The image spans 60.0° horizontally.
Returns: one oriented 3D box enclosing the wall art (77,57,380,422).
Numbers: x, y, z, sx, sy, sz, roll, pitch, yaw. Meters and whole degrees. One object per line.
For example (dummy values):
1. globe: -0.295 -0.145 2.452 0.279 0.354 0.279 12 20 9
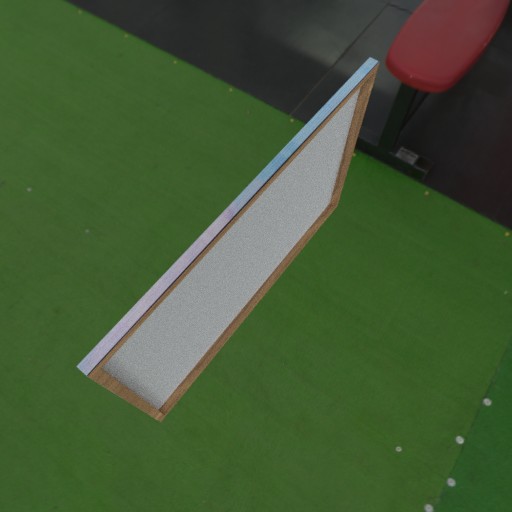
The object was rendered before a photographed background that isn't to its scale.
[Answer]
1. wall art: 0.000 0.000 1.424 0.034 0.756 1.137 34 68 16
